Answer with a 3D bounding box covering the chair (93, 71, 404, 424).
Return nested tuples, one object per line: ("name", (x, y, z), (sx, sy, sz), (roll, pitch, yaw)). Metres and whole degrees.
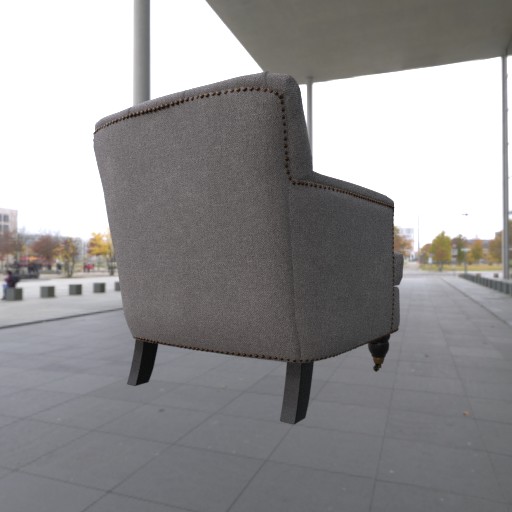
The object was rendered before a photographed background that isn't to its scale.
("chair", (0.000, 0.000, 1.478), (0.737, 0.823, 0.902), (-1, -1, 35))
